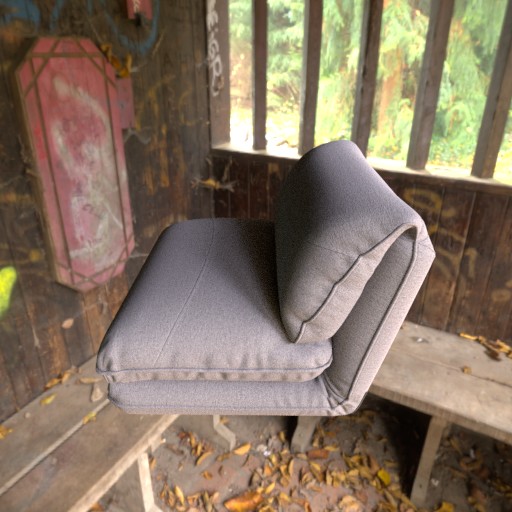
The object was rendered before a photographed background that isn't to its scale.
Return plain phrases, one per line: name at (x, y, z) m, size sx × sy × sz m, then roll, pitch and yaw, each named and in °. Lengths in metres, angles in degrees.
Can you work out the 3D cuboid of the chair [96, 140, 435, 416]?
chair at (0.000, 0.000, 1.357) m, size 0.780 × 0.580 × 0.820 m, roll 0°, pitch 26°, yaw 1°
